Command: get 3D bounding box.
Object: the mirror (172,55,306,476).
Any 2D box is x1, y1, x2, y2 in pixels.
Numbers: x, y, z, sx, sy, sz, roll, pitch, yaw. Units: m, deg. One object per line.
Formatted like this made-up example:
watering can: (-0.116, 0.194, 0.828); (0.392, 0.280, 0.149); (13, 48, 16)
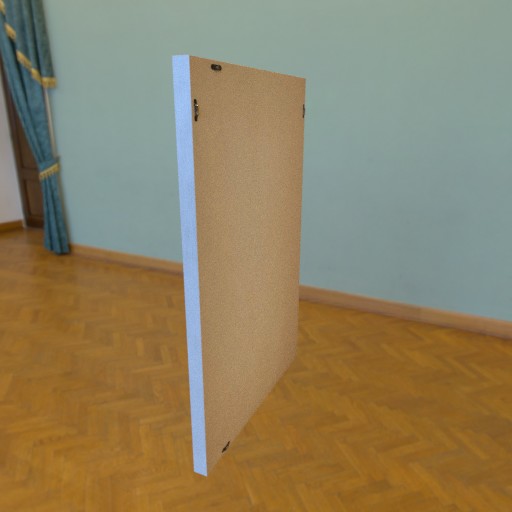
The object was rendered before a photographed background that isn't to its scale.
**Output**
mirror: (0.000, 0.000, 1.176); (0.041, 0.915, 0.609); (8, 20, 24)
